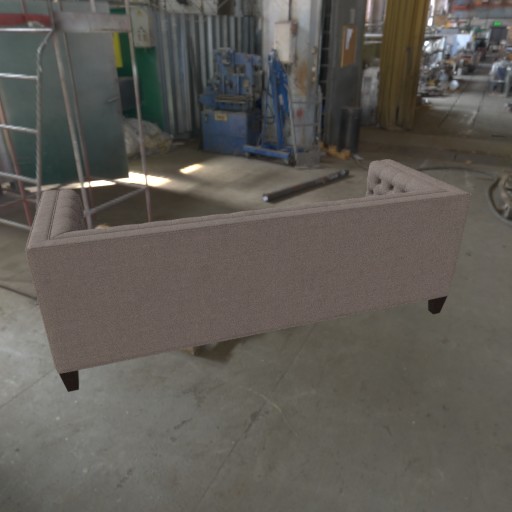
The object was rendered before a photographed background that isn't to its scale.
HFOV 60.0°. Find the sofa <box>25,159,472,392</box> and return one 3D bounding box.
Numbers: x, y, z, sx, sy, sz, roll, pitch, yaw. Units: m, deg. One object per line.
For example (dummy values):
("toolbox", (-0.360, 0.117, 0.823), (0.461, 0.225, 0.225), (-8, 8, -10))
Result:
("sofa", (0.000, 0.000, 2.523), (2.159, 0.762, 0.775), (-8, 28, -16))
